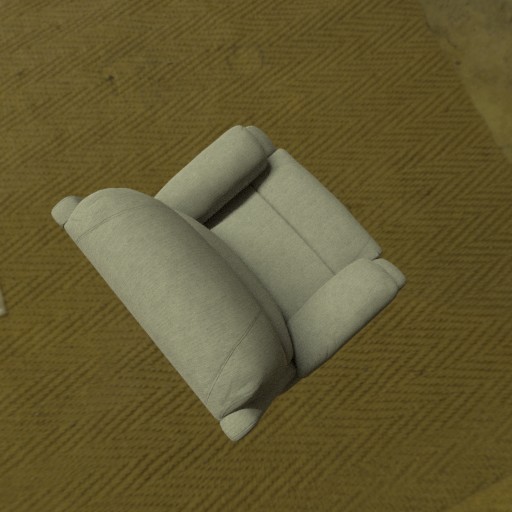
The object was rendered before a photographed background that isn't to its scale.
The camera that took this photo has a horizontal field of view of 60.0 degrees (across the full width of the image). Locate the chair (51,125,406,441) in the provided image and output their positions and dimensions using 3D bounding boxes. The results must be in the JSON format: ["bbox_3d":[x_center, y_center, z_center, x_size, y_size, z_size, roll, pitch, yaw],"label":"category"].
[{"bbox_3d":[0.000,0.000,1.696,0.899,1.011,0.930,-40,78,-10],"label":"chair"}]
